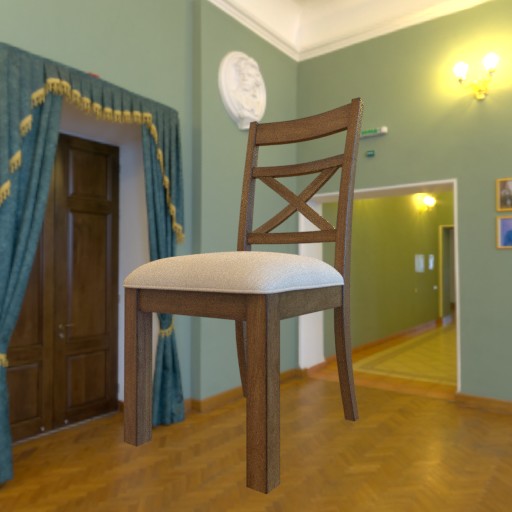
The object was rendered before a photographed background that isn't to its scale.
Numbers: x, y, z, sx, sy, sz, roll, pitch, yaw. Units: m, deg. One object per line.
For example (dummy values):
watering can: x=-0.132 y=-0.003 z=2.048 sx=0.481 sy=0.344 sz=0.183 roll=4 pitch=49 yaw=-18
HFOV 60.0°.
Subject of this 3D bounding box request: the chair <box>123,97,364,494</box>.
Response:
chair: x=0.000 y=0.000 z=1.228 sx=0.461 sy=0.949 sz=0.581 roll=-1 pitch=-1 yaw=36
